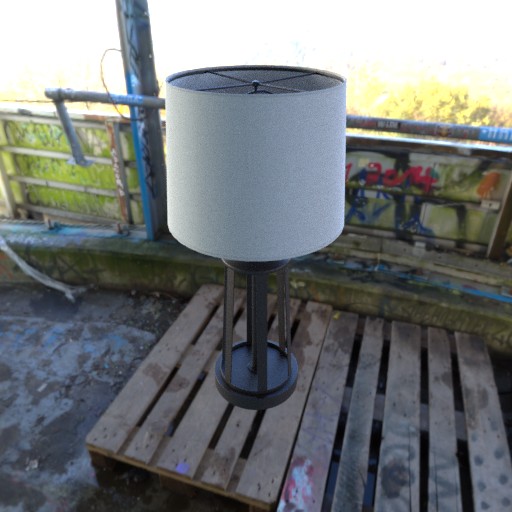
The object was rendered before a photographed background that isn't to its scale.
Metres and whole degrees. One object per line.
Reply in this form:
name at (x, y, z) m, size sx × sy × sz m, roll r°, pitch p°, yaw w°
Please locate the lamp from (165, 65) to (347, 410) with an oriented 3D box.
lamp at (0.000, 0.000, 0.673) m, size 0.251 × 0.509 × 0.251 m, roll 0°, pitch 31°, yaw 0°
